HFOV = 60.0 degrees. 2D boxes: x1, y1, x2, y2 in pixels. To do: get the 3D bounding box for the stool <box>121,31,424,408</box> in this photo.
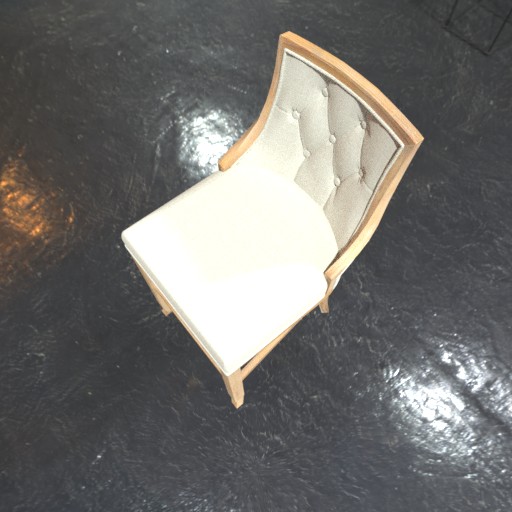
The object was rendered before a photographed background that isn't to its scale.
[{"bbox_3d":[0.000,0.000,1.425,0.626,1.101,0.524,-37,69,-16],"label":"stool"}]
